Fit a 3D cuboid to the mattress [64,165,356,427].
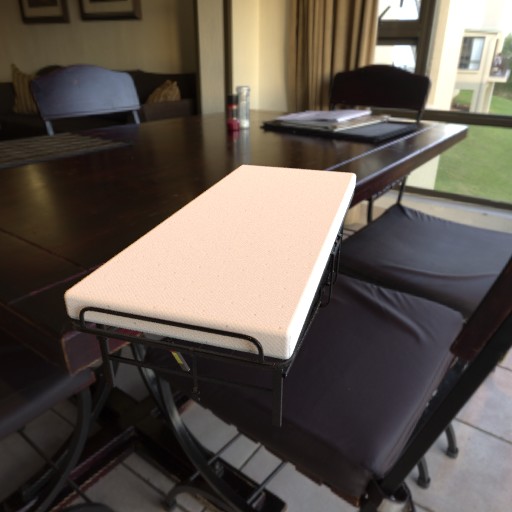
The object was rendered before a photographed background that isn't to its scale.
[{"bbox_3d":[0.000,0.000,2.549,0.922,0.519,2.153,8,26,15],"label":"mattress"}]
